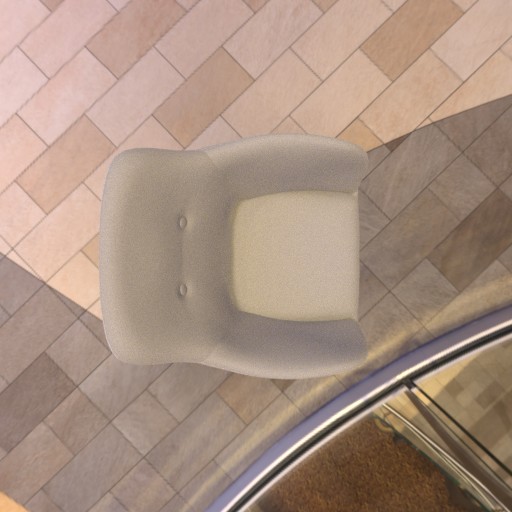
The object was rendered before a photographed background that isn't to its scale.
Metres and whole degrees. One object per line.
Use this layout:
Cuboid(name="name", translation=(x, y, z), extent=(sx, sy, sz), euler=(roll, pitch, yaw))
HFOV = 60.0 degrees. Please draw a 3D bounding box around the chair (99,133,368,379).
Cuboid(name="chair", translation=(0.000, 0.000, 1.254), extent=(0.590, 0.830, 0.570), euler=(0, 90, 2))
